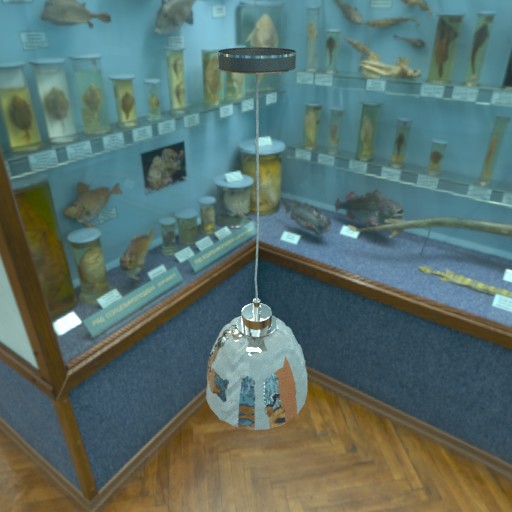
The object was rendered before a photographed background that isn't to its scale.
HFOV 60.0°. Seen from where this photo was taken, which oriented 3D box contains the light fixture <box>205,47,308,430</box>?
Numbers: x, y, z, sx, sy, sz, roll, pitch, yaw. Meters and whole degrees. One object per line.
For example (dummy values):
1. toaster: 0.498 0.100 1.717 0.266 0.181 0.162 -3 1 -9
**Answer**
1. light fixture: 0.000 0.000 1.793 0.496 1.511 0.500 21 37 32
